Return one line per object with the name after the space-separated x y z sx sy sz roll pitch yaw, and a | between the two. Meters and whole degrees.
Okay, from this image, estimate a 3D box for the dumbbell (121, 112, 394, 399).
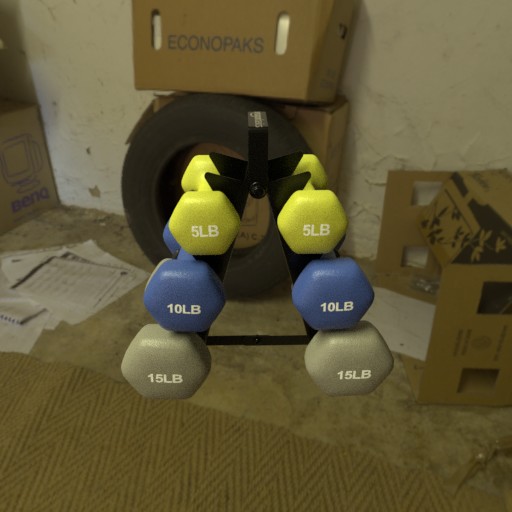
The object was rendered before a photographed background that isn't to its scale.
0.000 0.000 0.700 0.416 0.426 0.261 -1 30 -1 | dumbbell
